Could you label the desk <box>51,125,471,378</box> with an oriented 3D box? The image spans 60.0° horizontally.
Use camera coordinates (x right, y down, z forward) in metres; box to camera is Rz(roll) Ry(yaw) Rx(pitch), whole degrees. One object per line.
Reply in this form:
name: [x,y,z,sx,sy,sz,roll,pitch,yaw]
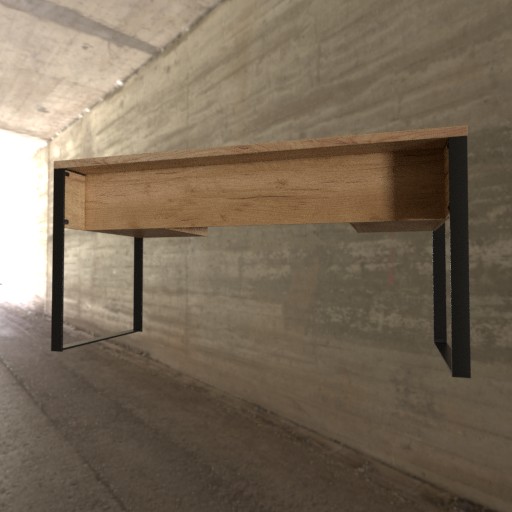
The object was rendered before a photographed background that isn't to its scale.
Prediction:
desk: [0.000,0.000,1.838,1.520,0.760,0.600,-1,-2,17]
